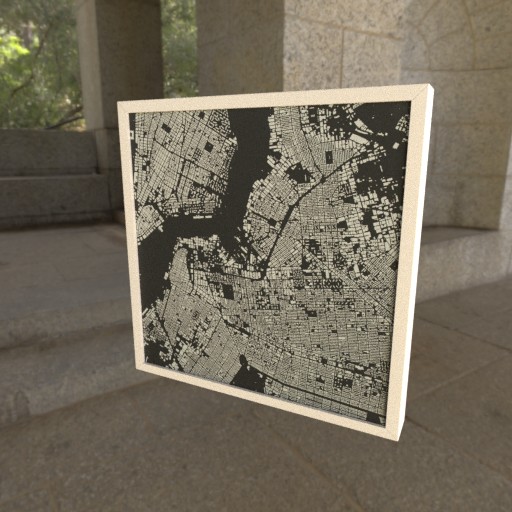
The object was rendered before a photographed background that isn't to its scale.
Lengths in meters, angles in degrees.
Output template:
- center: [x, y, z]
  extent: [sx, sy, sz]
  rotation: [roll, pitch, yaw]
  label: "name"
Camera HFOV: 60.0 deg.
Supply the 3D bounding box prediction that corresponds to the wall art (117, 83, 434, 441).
- center: [0.000, 0.000, 0.447]
  extent: [0.305, 0.305, 0.037]
  rotation: [7, 15, 26]
  label: "wall art"
